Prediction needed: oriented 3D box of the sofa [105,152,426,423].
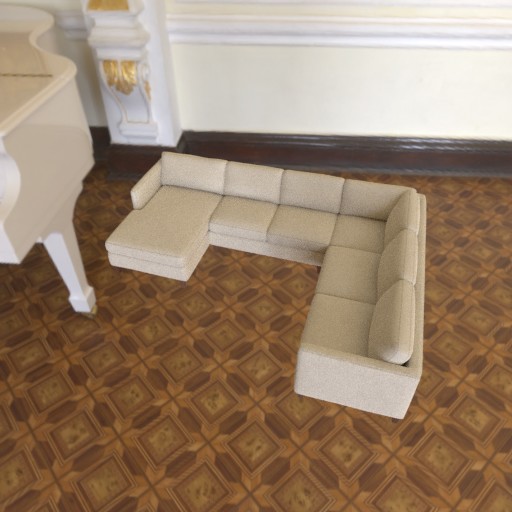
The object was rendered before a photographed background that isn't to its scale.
[{"bbox_3d":[0.000,0.000,4.569,3.238,0.853,2.551,11,42,13],"label":"sofa"}]
